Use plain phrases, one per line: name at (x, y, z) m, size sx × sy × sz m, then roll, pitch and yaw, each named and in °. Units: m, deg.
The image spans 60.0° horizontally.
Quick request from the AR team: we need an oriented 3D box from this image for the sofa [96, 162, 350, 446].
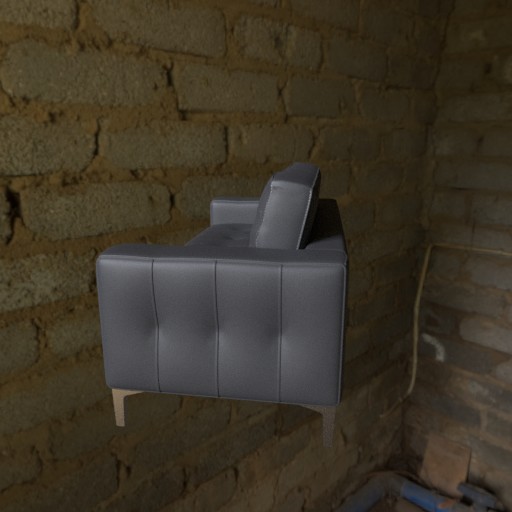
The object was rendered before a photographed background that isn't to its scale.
sofa at (0.000, 0.000, 2.230) m, size 0.833 × 0.893 × 1.726 m, roll 2°, pitch 14°, yaw 8°
